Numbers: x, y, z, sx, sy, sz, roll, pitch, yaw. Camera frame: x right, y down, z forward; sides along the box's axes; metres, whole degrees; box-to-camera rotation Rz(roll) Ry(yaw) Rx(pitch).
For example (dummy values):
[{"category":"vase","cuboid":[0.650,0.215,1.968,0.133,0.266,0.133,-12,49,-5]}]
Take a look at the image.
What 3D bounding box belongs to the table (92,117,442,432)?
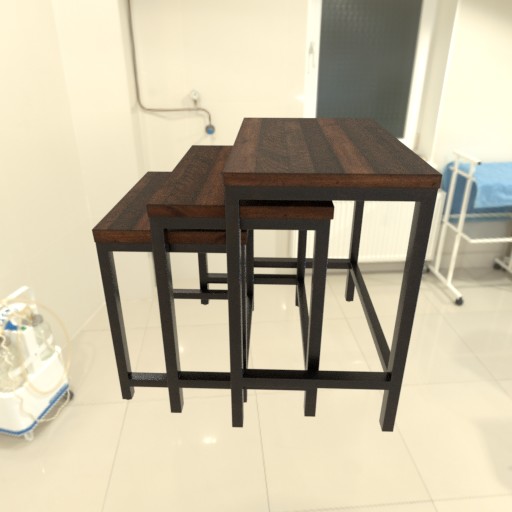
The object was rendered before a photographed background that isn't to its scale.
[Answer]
[{"category":"table","cuboid":[0.000,0.000,1.174,0.660,0.616,0.608,1,26,2]}]
